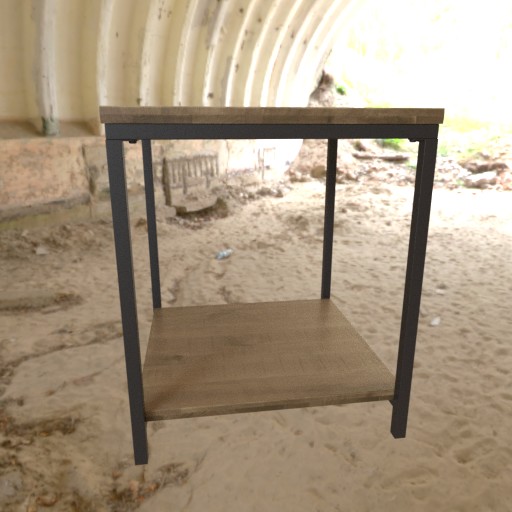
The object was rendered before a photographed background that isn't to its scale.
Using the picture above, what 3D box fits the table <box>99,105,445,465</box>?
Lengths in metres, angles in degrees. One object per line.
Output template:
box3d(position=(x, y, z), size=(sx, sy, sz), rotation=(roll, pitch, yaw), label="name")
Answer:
box3d(position=(0.000, 0.000, 0.956), size=(0.503, 0.589, 0.507), rotation=(-2, 16, -8), label="table")
